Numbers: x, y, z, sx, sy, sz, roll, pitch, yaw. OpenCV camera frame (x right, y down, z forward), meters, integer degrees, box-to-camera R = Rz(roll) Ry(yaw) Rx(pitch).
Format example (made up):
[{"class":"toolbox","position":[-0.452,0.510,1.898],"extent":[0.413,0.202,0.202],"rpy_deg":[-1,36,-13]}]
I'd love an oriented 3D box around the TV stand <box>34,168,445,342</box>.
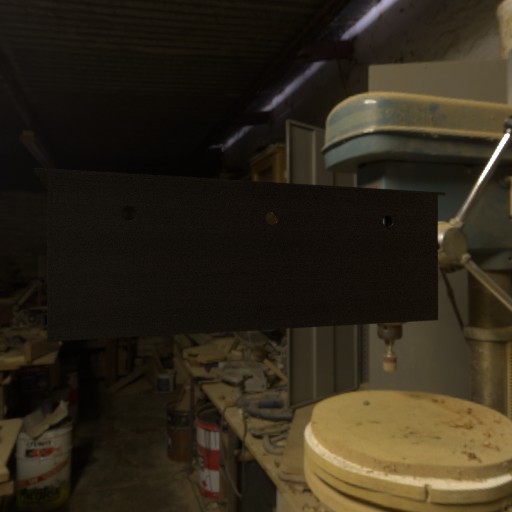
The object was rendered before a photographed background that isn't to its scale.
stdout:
[{"class":"TV stand","position":[0.000,0.000,2.026],"extent":[1.778,0.610,0.406],"rpy_deg":[0,0,-19]}]
